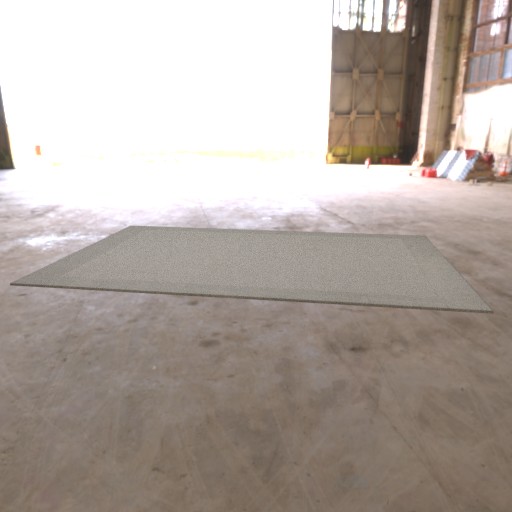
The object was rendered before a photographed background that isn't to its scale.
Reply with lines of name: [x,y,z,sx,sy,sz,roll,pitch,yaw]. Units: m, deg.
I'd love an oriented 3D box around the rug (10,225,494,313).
rug: [0.000,0.000,2.919,2.438,0.014,1.524,2,16,9]
